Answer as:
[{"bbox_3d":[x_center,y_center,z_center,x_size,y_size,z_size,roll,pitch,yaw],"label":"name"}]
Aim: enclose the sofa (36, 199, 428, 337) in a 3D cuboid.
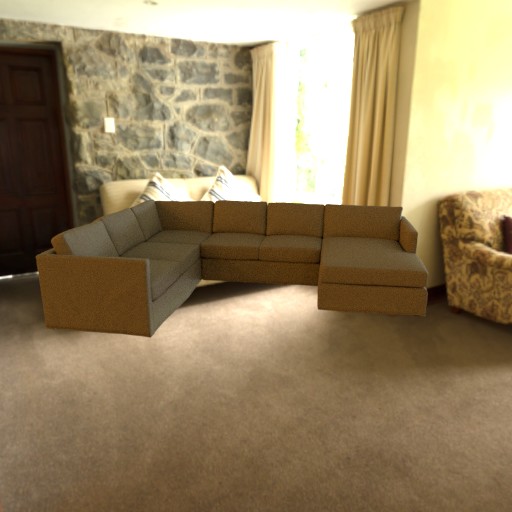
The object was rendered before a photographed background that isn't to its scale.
[{"bbox_3d":[0.000,0.000,4.749,3.460,0.882,2.427,3,16,9],"label":"sofa"}]
